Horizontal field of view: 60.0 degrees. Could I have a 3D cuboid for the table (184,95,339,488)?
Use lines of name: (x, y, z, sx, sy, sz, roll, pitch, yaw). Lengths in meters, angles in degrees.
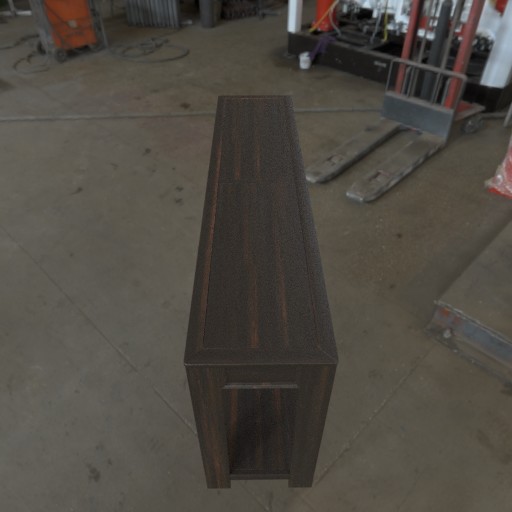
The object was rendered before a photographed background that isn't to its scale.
table: (0.000, 0.000, 1.930, 0.384, 0.762, 1.631, 0, 42, 0)
